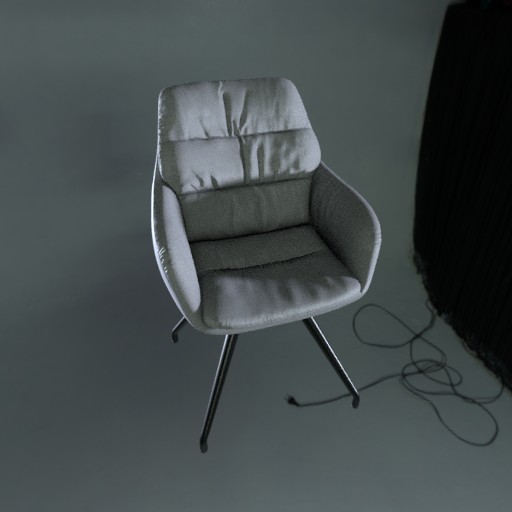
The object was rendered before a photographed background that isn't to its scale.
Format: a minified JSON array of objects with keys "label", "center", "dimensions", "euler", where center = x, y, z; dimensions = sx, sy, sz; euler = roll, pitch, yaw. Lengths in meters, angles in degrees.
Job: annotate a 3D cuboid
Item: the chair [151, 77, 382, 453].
[{"label":"chair","center":[0.000,0.000,1.284],"dimensions":[0.579,0.888,0.569],"euler":[-10,33,-16]}]
